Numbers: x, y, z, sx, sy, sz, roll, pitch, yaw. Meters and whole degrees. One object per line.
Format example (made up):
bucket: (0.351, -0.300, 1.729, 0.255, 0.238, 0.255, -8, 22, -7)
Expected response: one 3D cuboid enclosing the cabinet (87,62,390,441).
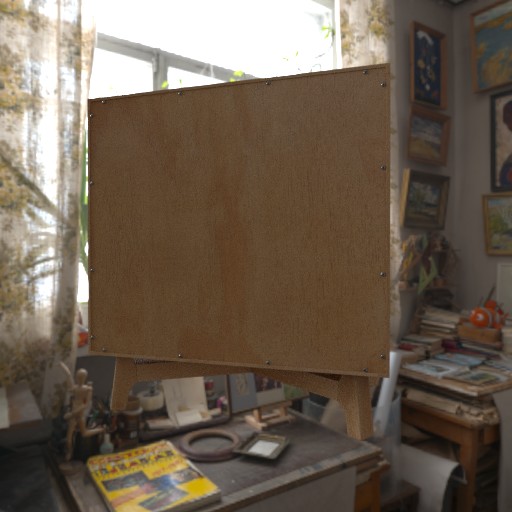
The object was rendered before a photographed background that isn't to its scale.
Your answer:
cabinet: (0.000, 0.000, 0.952, 0.551, 0.599, 0.394, 0, 0, 17)
